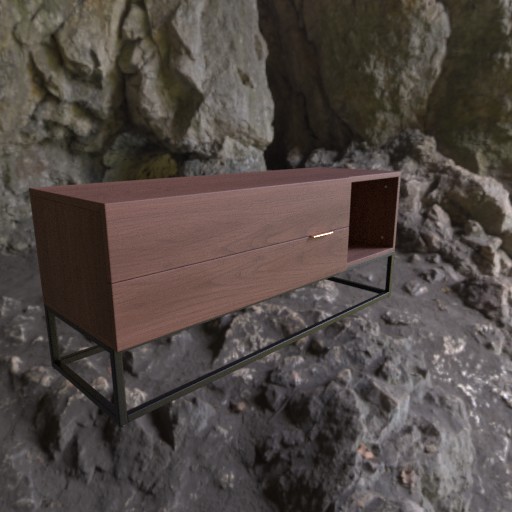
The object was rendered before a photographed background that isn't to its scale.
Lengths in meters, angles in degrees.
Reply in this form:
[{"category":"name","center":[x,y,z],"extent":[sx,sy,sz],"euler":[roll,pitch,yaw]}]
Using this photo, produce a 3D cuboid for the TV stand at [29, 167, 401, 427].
[{"category":"TV stand","center":[0.000,0.000,1.444],"extent":[0.415,0.500,1.200],"euler":[14,20,43]}]
